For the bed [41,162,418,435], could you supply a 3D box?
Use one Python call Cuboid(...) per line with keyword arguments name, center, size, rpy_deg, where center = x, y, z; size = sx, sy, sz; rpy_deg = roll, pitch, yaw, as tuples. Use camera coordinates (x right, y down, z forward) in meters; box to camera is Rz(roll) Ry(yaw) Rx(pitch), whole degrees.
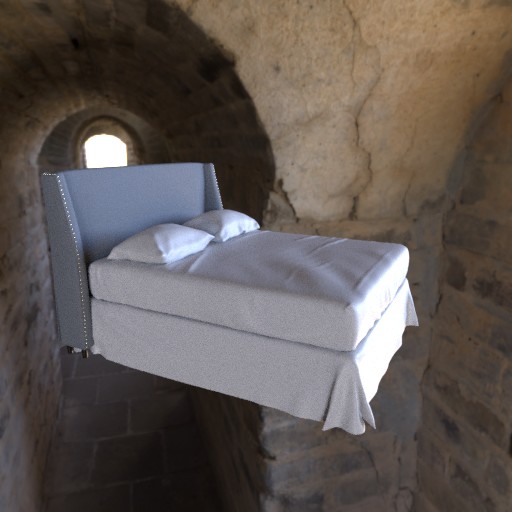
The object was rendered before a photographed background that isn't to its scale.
Cuboid(name="bed", center=(0.000, 0.000, 3.405), size=(2.276, 1.332, 1.925), rpy_deg=(7, 16, 27))
